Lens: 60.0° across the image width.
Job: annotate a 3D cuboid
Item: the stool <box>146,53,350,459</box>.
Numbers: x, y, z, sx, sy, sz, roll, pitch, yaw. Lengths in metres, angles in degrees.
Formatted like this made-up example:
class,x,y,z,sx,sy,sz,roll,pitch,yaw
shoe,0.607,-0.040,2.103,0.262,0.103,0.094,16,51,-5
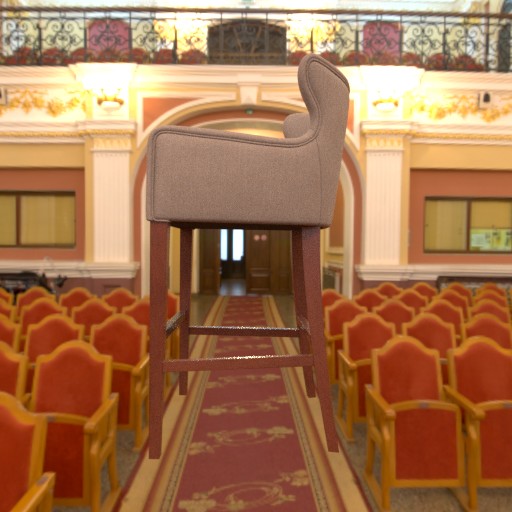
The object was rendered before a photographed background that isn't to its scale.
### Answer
class,x,y,z,sx,sy,sz,roll,pitch,yaw
stool,0.000,0.000,1.407,0.575,1.047,0.575,0,1,-1
